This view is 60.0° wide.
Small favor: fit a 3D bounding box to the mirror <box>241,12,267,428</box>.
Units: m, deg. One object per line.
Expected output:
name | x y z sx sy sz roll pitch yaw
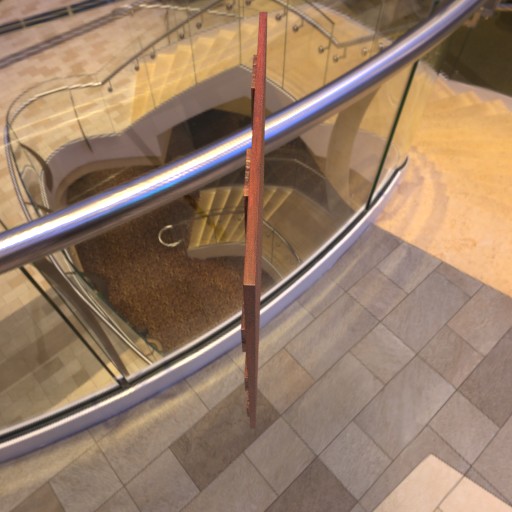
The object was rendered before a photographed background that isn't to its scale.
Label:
mirror | 0.000 0.000 1.029 0.021 0.805 0.600 2 57 1
